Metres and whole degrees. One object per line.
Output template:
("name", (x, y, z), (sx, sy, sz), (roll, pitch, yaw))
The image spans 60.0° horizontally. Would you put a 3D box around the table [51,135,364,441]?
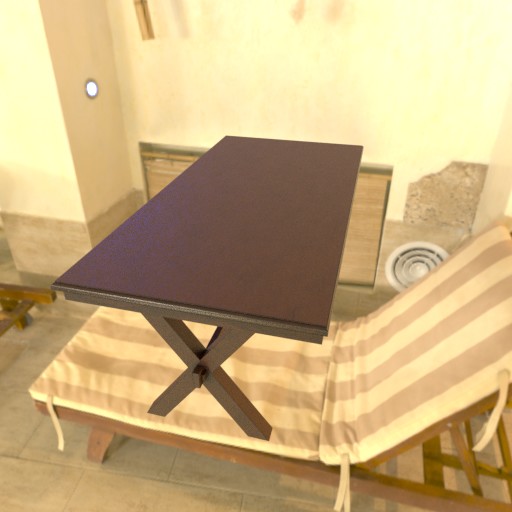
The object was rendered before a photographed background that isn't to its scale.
("table", (0.000, 0.000, 1.496), (0.594, 0.459, 1.197), (8, 32, 13))
